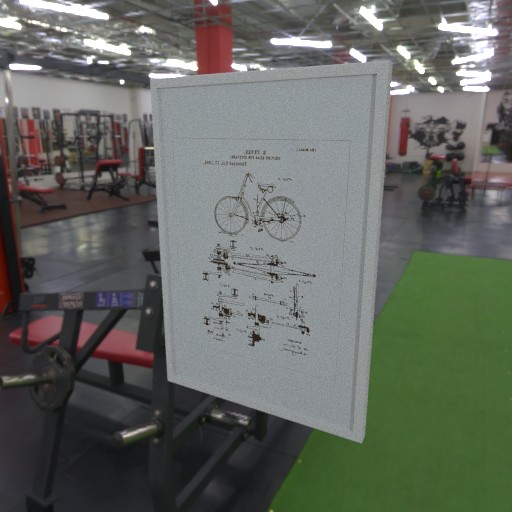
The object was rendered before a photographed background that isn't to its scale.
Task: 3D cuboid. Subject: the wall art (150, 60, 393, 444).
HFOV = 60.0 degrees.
[{"bbox_3d":[0.000,0.000,0.616,0.332,0.477,0.015,8,17,27],"label":"wall art"}]
